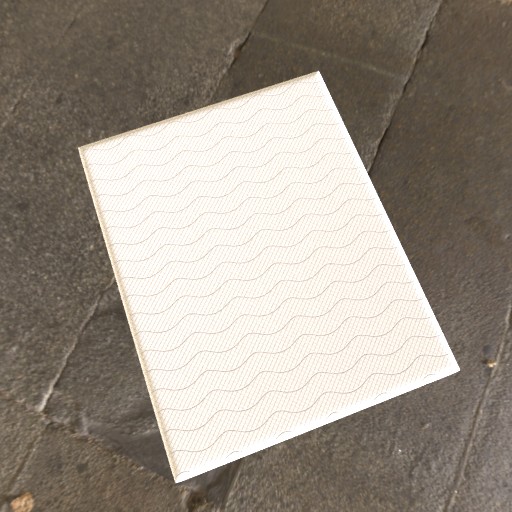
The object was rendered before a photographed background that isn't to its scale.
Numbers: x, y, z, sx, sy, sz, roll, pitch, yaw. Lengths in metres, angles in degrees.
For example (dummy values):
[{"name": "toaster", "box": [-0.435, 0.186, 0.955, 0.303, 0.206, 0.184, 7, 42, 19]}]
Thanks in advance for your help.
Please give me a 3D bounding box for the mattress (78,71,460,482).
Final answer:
[{"name": "mattress", "box": [0.000, 0.000, 2.644, 1.600, 0.230, 2.000, -20, 76, -5]}]
